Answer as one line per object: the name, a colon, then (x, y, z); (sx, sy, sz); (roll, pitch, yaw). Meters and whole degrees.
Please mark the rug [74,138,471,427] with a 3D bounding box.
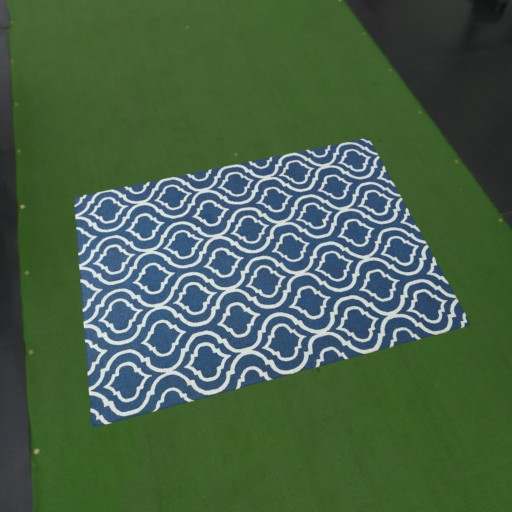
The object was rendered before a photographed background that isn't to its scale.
rug: (0.000, 0.000, 2.762); (2.134, 0.010, 1.524); (-13, 60, -8)
